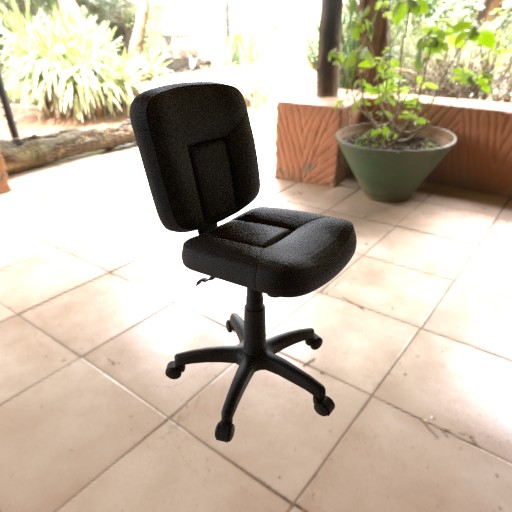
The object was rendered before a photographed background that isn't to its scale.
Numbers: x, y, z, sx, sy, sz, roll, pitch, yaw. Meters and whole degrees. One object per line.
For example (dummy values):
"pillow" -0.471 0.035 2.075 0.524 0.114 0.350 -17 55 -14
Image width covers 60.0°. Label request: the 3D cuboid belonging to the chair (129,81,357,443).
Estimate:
"chair" 0.000 0.000 1.372 0.610 0.972 0.610 18 32 32
